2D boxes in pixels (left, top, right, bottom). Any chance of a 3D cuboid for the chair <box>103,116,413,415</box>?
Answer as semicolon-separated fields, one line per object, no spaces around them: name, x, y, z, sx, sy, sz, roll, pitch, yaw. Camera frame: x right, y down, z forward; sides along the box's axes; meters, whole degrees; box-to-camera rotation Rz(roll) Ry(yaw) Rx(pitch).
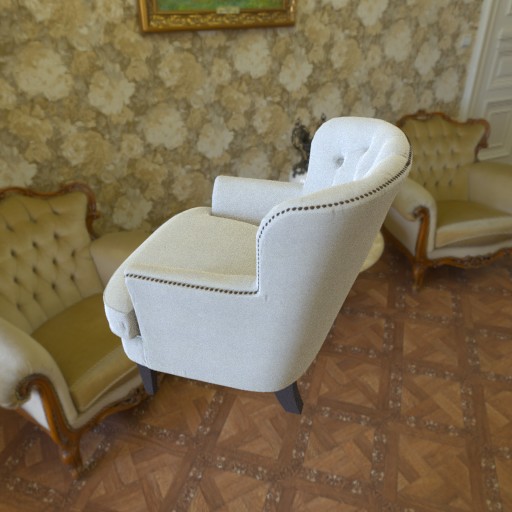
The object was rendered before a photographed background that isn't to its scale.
chair;0.000;0.000;1.546;0.906;0.868;0.848;8;32;13
